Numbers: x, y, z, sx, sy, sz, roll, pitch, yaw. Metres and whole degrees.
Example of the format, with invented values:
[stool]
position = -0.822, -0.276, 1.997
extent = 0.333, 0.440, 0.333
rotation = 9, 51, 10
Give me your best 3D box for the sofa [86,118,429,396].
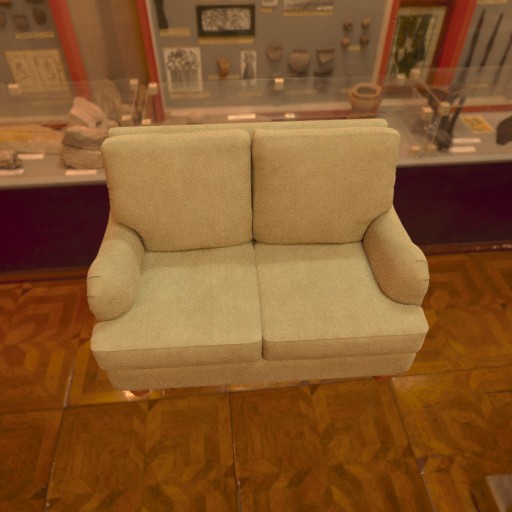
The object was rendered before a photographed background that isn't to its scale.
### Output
[sofa]
position = 0.000, 0.000, 2.238
extent = 1.498, 1.087, 1.086
rotation = -3, 45, -3
